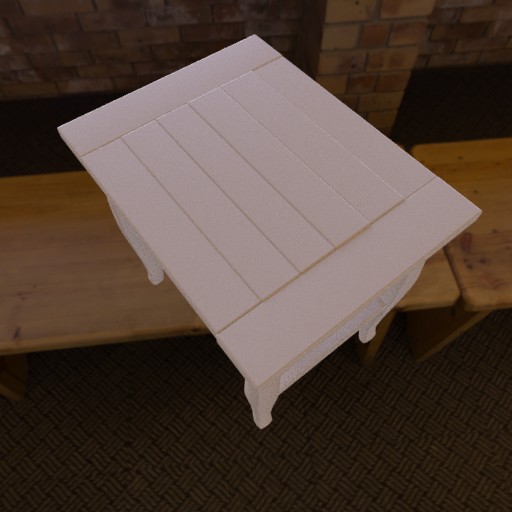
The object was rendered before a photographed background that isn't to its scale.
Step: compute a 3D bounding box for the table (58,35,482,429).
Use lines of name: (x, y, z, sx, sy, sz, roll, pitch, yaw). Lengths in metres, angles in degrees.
table: (0.000, 0.000, 1.021, 0.463, 0.605, 0.599, -34, 65, -18)
